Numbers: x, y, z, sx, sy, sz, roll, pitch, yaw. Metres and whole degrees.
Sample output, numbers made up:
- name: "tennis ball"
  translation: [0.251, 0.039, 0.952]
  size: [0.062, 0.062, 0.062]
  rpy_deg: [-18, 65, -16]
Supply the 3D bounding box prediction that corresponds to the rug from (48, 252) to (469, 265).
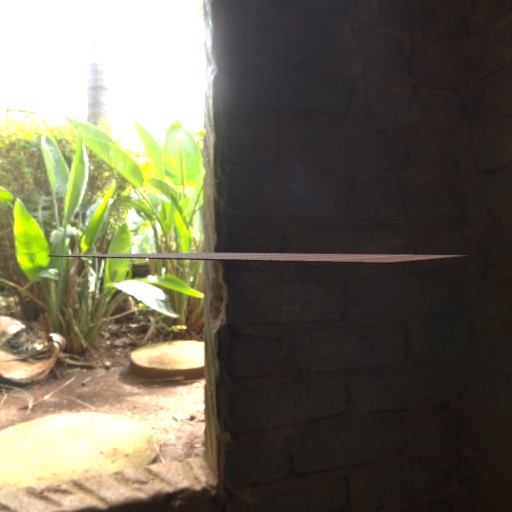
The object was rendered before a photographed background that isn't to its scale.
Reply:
- name: "rug"
  translation: [0.000, 0.000, 2.300]
  size: [1.828, 0.007, 1.217]
  rpy_deg: [1, 1, 36]
